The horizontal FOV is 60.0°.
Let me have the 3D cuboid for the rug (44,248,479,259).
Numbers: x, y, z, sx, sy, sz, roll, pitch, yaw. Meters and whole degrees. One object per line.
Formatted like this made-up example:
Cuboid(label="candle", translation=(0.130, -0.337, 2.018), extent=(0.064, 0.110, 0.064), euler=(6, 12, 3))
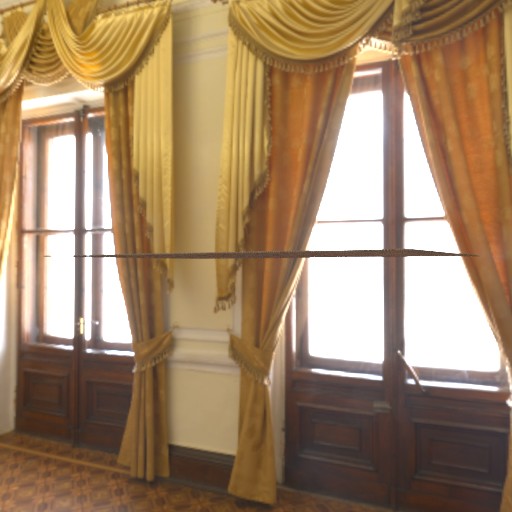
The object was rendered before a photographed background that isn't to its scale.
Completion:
Cuboid(label="rug", translation=(0.000, 0.000, 2.908), extent=(2.427, 0.007, 1.515), euler=(-1, -1, 35))
